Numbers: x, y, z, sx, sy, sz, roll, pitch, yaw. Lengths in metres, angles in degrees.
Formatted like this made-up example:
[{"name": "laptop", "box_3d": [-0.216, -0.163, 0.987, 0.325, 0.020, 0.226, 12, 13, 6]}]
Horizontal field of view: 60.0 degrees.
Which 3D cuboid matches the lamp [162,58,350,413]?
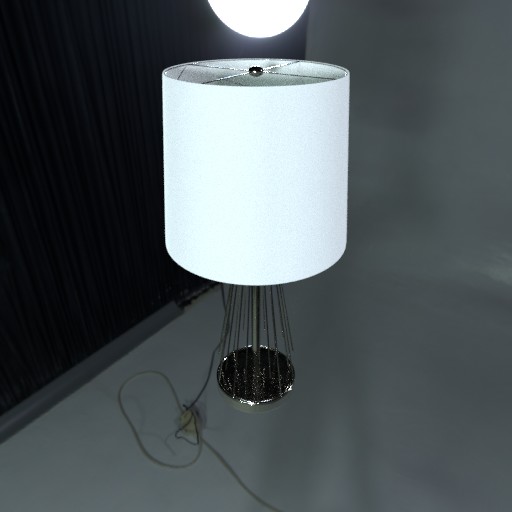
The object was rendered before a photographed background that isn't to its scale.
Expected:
[{"name": "lamp", "box_3d": [0.000, 0.000, 0.777, 0.303, 0.618, 0.303, 0, 31, 0]}]
